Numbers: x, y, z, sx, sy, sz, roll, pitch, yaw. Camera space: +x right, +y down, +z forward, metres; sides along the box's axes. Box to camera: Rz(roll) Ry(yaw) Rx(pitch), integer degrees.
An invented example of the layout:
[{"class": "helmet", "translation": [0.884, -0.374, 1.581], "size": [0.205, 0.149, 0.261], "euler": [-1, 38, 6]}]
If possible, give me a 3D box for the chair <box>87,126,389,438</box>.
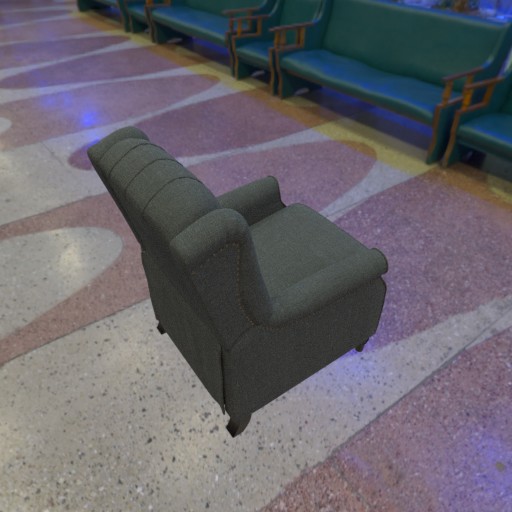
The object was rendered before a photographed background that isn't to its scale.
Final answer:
[{"class": "chair", "translation": [0.000, 0.000, 1.707], "size": [0.898, 1.035, 0.742], "euler": [-25, 46, -26]}]
